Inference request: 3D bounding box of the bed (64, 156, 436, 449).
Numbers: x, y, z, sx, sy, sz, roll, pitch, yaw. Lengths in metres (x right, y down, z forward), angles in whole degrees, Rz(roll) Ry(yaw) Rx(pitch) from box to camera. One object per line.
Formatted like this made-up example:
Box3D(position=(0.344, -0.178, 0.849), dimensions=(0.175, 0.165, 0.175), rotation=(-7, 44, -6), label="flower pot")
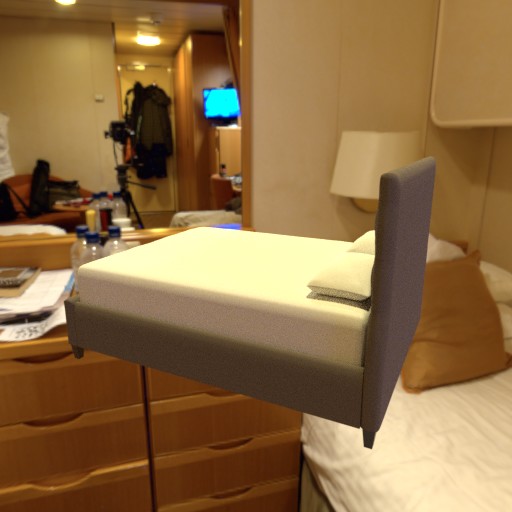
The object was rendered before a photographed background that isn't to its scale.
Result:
Box3D(position=(0.000, 0.000, 3.299), dimensions=(2.233, 1.426, 1.696), rotation=(8, 17, 26), label="bed")
